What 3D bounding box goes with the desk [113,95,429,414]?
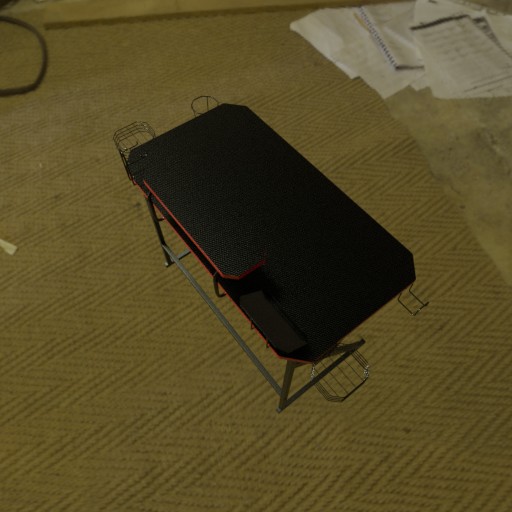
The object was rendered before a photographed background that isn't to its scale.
[{"bbox_3d":[0.000,0.000,1.762,0.588,0.913,1.280,-33,64,-19],"label":"desk"}]
